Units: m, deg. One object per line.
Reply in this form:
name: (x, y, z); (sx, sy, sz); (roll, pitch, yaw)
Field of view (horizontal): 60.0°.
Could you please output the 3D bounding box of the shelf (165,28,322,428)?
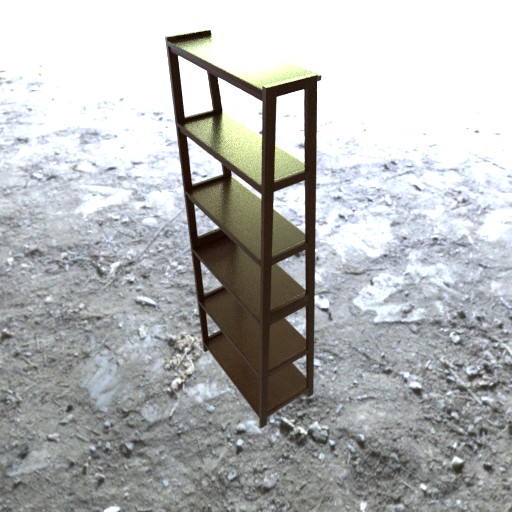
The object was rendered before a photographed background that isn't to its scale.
shelf: (0.000, 0.000, 2.153); (0.382, 1.892, 0.660); (-24, 46, -26)
